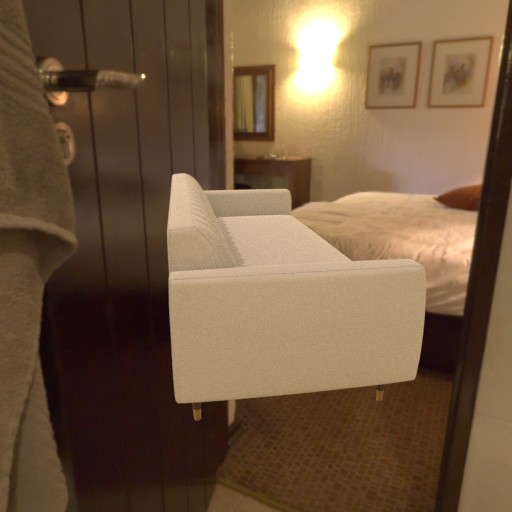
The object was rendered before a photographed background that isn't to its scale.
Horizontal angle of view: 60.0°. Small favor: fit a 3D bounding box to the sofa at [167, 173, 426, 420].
[{"bbox_3d":[0.000,0.000,2.696,0.990,0.821,2.291,-3,16,-9],"label":"sofa"}]
